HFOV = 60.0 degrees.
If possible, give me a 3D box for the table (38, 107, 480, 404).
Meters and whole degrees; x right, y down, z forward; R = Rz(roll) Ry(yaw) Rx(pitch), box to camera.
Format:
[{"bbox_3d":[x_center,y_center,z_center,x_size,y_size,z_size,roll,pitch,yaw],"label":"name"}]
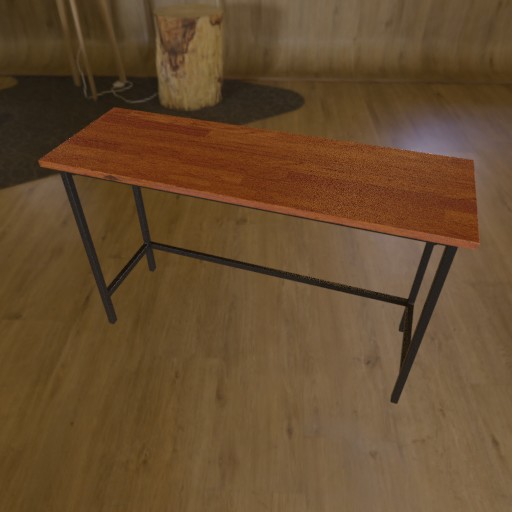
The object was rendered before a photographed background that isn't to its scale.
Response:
[{"bbox_3d":[0.000,0.000,1.533,1.204,0.740,0.408,12,42,14],"label":"table"}]
